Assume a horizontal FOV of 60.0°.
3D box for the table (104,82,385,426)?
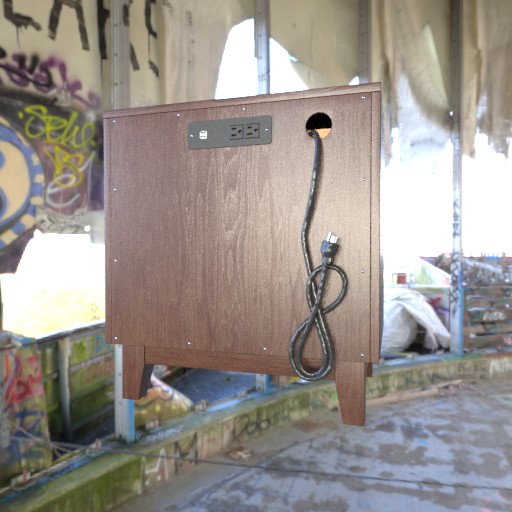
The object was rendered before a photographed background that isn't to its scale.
[{"bbox_3d":[0.000,0.000,1.018,0.557,0.609,0.449,0,1,17],"label":"table"}]
